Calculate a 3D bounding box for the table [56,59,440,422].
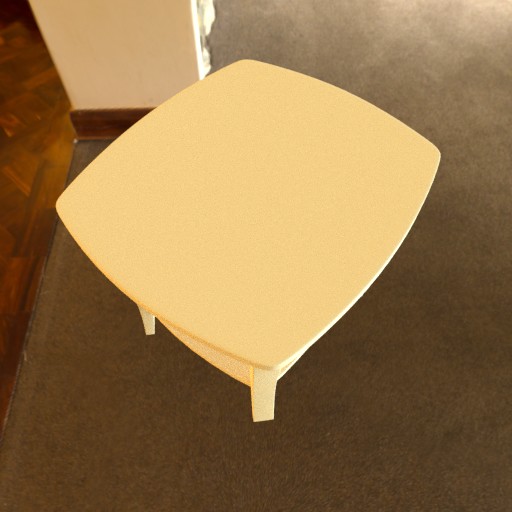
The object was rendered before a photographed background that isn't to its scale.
[{"bbox_3d":[0.000,0.000,0.839,0.451,0.438,0.502,33,63,19],"label":"table"}]
